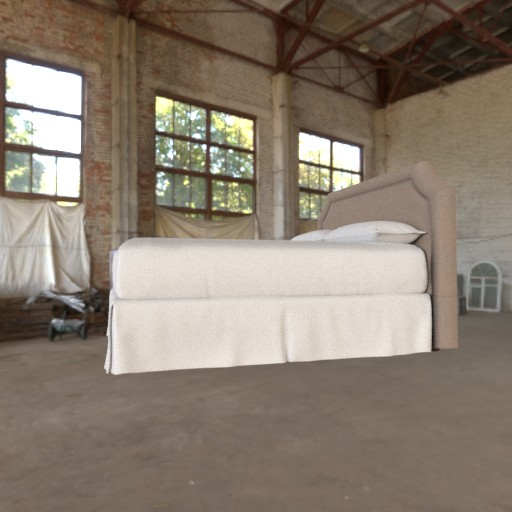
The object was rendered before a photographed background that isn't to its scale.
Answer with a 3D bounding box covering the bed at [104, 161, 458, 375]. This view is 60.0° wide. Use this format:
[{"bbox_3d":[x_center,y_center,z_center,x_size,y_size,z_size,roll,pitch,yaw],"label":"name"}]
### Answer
[{"bbox_3d":[0.000,0.000,3.385,2.164,1.303,1.828,0,-2,-18],"label":"bed"}]
